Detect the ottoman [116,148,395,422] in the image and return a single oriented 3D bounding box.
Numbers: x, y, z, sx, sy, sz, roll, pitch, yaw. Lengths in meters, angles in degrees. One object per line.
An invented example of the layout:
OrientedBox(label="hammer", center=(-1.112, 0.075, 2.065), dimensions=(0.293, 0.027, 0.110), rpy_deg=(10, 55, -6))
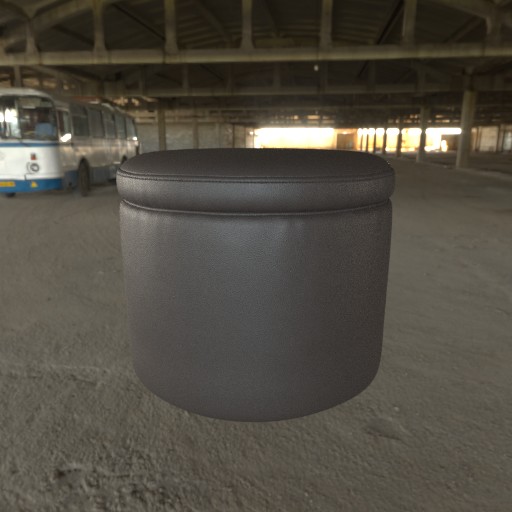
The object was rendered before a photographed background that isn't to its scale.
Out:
OrientedBox(label="ottoman", center=(0.000, 0.000, 0.867), dimensions=(0.500, 0.409, 0.500), rpy_deg=(0, 15, 0))
